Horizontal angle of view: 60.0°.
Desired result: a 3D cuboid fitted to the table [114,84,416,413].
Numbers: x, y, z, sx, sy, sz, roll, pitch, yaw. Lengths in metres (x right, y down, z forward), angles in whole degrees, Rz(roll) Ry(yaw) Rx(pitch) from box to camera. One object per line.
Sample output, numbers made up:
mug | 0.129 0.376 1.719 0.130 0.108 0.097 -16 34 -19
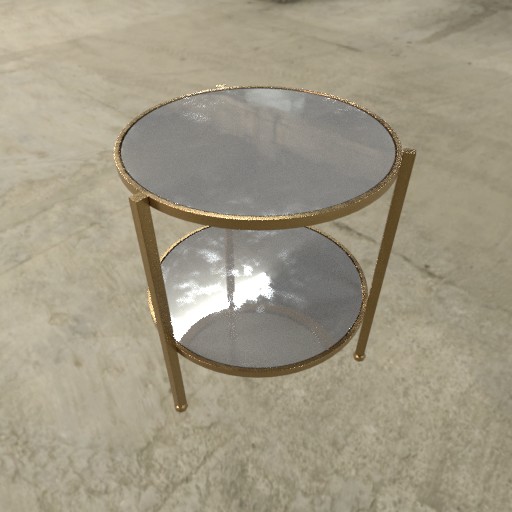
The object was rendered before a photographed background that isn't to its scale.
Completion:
table | 0.000 0.000 0.458 0.231 0.269 0.243 -12 42 -13
